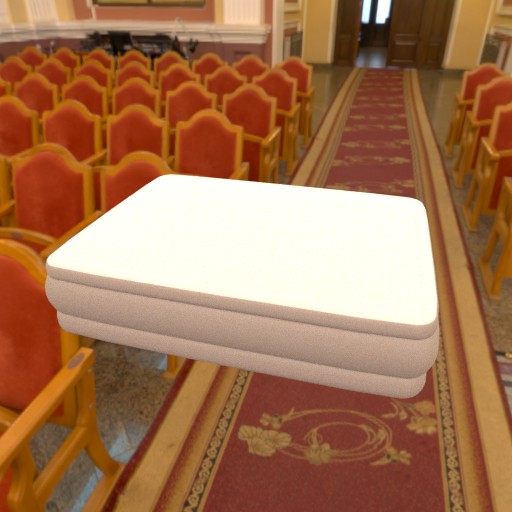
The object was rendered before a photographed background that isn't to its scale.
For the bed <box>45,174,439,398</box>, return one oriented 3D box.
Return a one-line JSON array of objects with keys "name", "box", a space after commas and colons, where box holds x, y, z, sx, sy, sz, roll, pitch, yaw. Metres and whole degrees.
[{"name": "bed", "box": [0.000, 0.000, 2.712, 2.036, 0.460, 1.520, 8, 30, 14]}]
